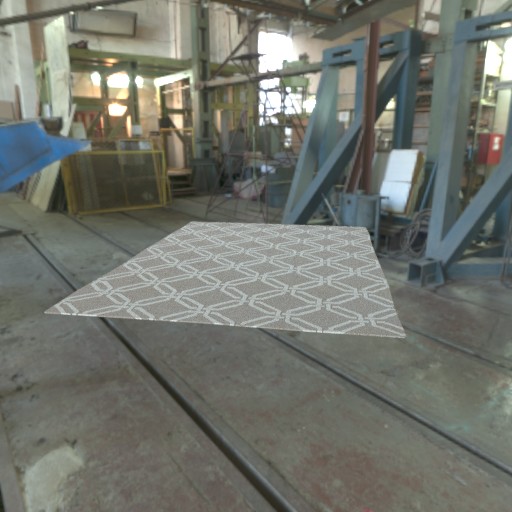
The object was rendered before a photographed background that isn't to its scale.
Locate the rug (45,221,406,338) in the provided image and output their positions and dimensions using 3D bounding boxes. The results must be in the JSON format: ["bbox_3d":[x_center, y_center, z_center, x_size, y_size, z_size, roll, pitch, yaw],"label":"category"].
[{"bbox_3d":[0.000,0.000,2.807,1.524,0.013,2.135,2,15,9],"label":"rug"}]
